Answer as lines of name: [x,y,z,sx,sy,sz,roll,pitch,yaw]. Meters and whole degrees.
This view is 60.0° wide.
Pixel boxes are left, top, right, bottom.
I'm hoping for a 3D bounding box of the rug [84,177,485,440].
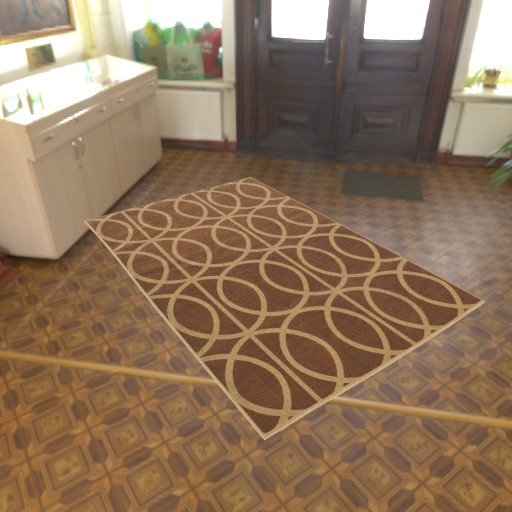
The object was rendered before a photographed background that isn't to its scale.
rug: [0.000,0.000,2.882,1.528,0.014,2.294,-20,37,-30]
